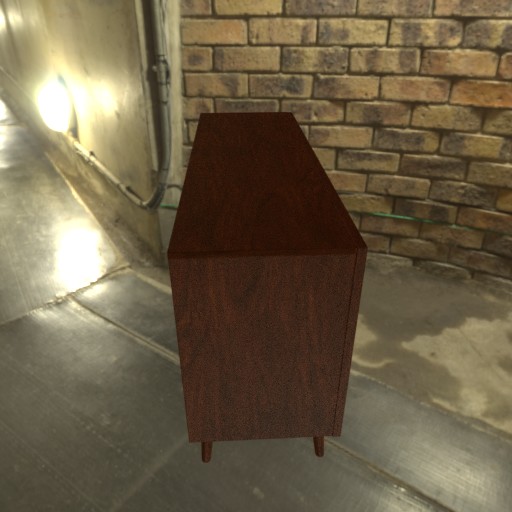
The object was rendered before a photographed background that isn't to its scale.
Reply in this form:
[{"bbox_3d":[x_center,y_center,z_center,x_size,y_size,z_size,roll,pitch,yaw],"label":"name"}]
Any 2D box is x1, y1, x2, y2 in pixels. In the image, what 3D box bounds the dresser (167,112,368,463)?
[{"bbox_3d":[0.000,0.000,1.913,0.500,0.889,1.472,-2,30,-3],"label":"dresser"}]
